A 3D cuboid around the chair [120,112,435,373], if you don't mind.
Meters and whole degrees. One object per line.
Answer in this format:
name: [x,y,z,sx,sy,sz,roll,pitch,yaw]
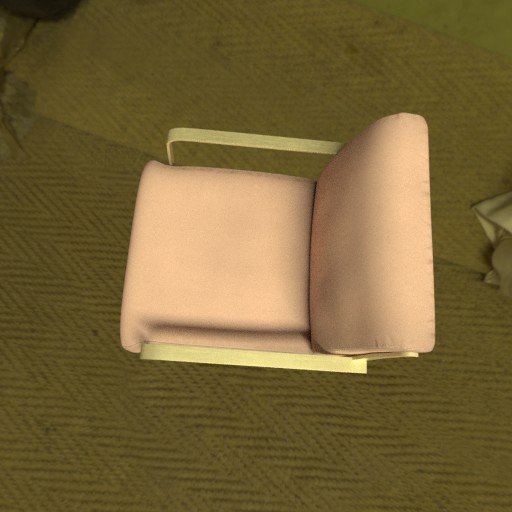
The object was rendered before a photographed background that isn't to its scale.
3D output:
chair: [0.000,0.000,1.453,0.848,0.823,0.701,4,76,1]
